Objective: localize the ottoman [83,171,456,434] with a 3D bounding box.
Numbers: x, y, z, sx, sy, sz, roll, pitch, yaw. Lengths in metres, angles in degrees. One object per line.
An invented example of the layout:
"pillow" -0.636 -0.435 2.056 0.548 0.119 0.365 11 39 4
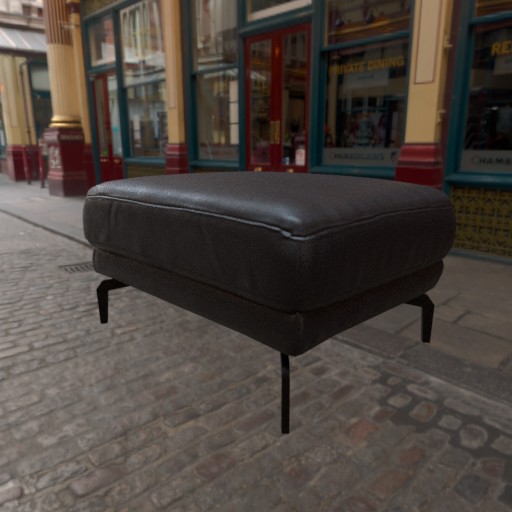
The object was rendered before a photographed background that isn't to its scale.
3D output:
"ottoman" 0.000 0.000 1.089 0.570 0.402 0.764 -13 18 -43
